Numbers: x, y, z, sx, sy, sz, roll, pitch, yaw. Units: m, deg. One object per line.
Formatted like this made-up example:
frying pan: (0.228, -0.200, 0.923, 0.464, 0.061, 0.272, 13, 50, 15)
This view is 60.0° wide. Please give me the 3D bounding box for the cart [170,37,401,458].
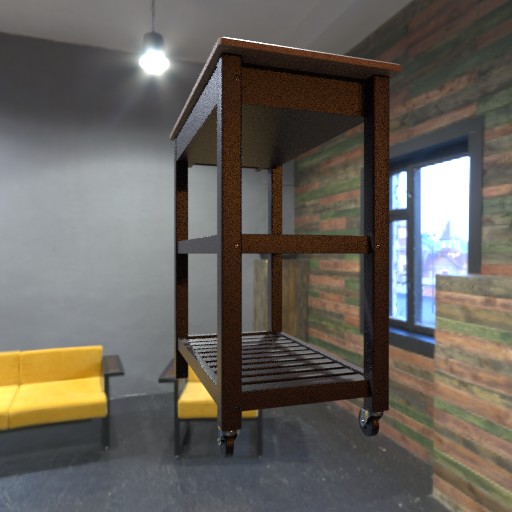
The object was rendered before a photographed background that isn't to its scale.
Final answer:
cart: (0.000, 0.000, 1.429, 0.457, 0.927, 0.899, 0, 0, -18)
